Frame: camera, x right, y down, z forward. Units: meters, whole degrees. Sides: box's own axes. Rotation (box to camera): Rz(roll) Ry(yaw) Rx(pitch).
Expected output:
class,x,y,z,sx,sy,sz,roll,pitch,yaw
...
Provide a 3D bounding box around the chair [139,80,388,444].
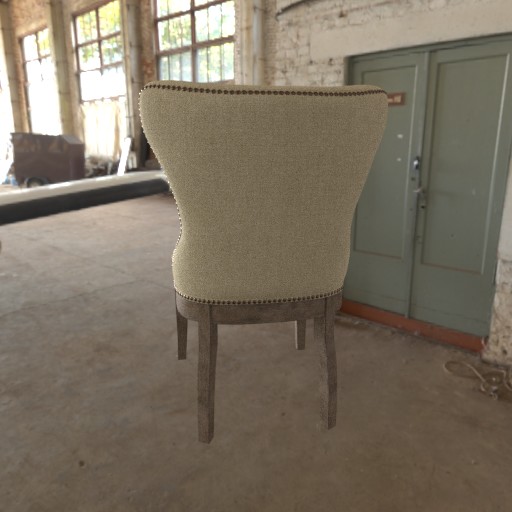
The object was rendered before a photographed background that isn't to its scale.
class,x,y,z,sx,sy,sz,roll,pitch,yaw
chair,0.000,0.000,1.436,0.654,1.002,0.681,-3,14,-10
